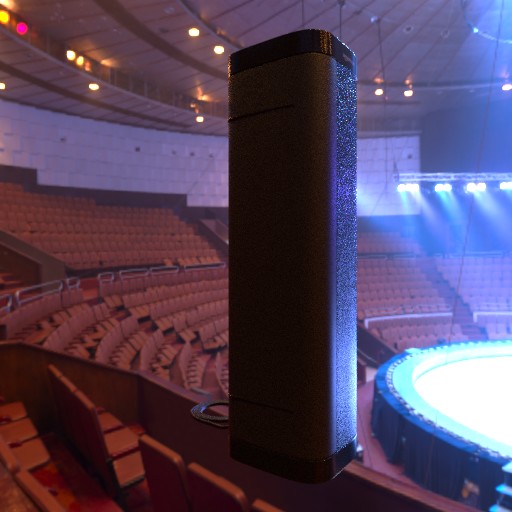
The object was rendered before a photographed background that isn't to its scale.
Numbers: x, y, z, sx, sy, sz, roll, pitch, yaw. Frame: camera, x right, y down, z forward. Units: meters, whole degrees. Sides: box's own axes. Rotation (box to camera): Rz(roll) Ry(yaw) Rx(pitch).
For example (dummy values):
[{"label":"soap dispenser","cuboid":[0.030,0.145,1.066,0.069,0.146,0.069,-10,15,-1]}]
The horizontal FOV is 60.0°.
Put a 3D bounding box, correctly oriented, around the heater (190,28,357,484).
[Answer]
[{"label":"heater","cuboid":[0.000,0.000,0.682,0.312,0.552,0.174,0,0,37]}]
